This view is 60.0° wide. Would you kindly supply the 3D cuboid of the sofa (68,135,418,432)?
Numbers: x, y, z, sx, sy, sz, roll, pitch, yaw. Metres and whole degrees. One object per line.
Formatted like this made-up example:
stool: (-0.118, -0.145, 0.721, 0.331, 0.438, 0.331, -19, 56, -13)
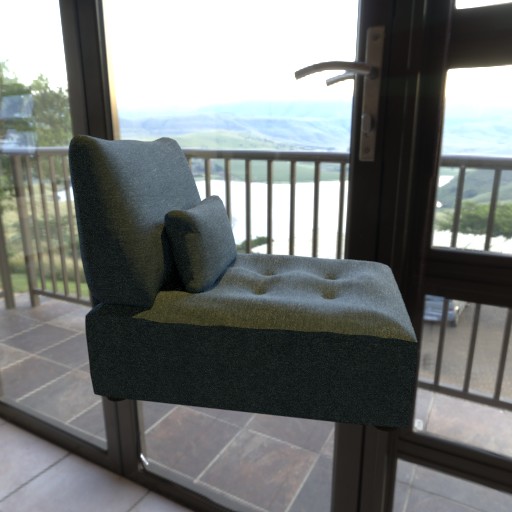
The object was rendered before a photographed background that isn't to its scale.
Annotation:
sofa: (0.000, 0.000, 1.553, 1.000, 0.820, 0.700, 3, 16, 10)
